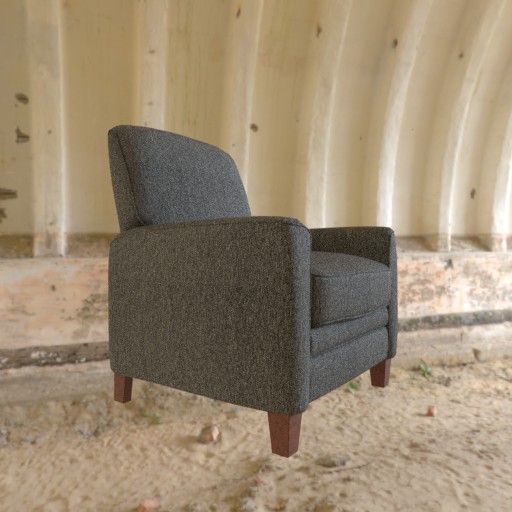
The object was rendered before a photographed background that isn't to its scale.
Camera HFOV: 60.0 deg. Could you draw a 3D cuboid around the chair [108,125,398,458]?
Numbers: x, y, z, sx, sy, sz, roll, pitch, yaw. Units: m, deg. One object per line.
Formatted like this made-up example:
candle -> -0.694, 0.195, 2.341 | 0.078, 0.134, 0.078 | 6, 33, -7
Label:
chair -> 0.000, 0.000, 1.642 | 0.864, 1.014, 0.848 | 1, 2, 36
